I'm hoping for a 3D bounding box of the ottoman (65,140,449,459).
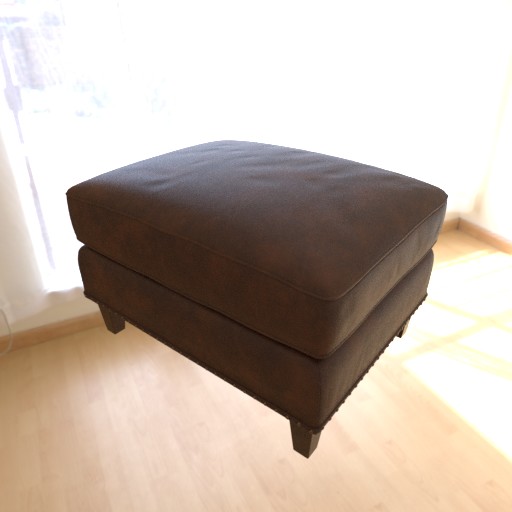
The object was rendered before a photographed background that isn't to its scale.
[{"bbox_3d":[0.000,0.000,1.135,0.742,0.486,0.586,21,35,33],"label":"ottoman"}]
